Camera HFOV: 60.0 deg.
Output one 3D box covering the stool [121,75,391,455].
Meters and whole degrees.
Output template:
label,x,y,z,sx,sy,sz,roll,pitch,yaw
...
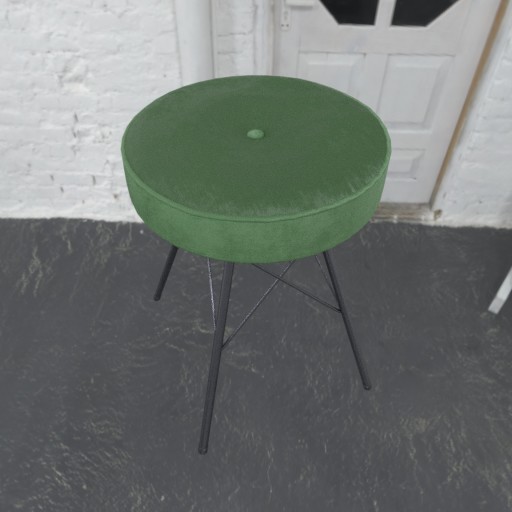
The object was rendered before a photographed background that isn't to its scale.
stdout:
label,x,y,z,sx,sy,sz,roll,pitch,yaw
stool,0.000,0.000,0.908,0.430,0.595,0.457,-16,48,-15
